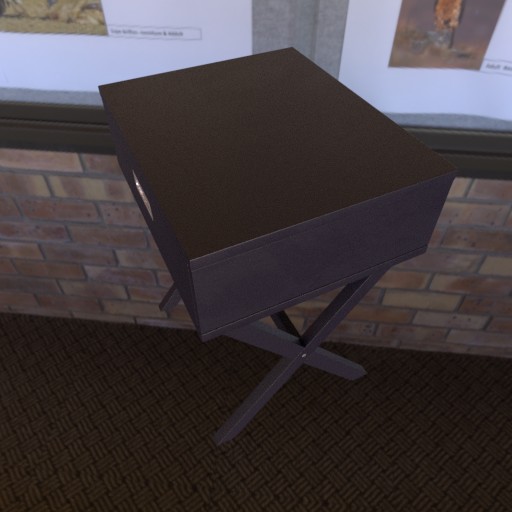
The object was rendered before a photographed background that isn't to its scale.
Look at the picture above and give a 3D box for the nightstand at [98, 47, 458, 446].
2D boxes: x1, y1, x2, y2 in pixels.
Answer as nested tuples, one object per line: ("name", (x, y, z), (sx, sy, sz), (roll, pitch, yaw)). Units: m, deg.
("nightstand", (0.000, 0.000, 0.936), (0.402, 0.623, 0.479), (-19, 50, -18))
